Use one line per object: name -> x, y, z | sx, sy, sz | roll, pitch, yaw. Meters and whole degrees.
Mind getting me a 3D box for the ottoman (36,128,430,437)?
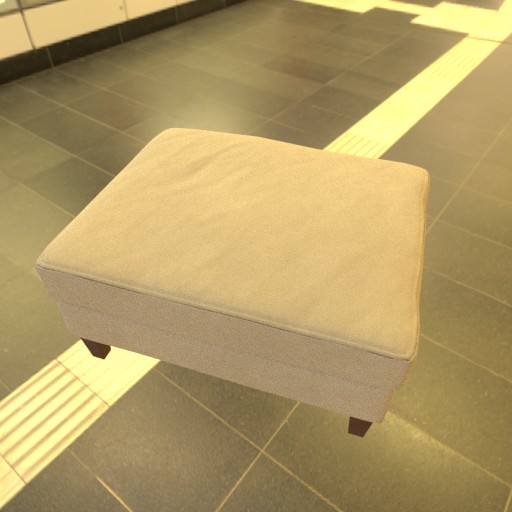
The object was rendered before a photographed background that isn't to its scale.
ottoman -> 0.000, 0.000, 1.473 | 1.002, 0.492, 0.836 | 13, 45, 13
